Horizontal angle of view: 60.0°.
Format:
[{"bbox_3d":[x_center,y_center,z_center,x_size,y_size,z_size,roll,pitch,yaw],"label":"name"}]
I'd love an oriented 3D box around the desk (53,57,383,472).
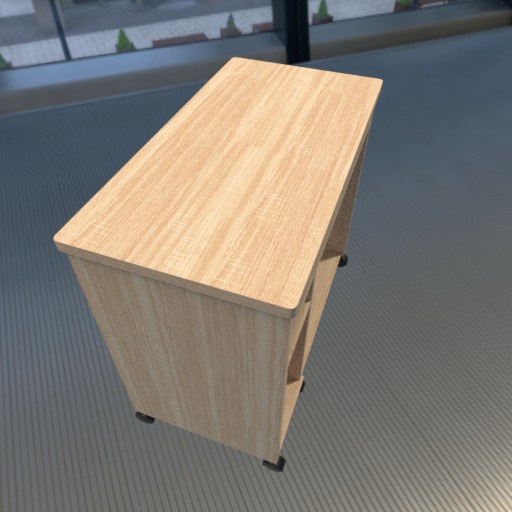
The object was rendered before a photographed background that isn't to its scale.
[{"bbox_3d":[0.000,0.000,1.321,0.480,0.770,0.884,15,48,14],"label":"desk"}]
